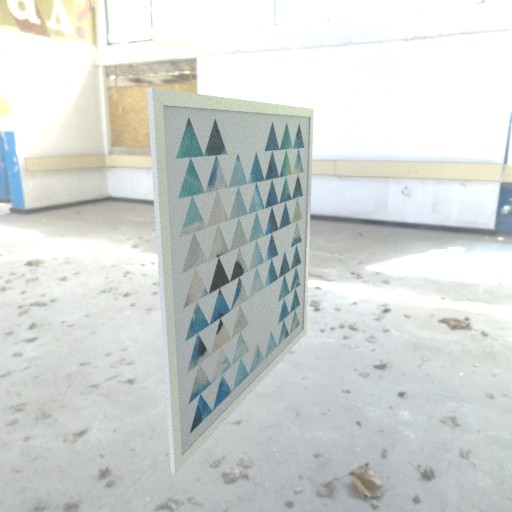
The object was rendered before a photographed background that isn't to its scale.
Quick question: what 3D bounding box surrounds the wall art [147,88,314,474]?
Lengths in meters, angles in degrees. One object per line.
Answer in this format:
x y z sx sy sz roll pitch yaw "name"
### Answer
0.000 0.000 1.228 0.012 0.809 0.809 8 18 26 "wall art"
